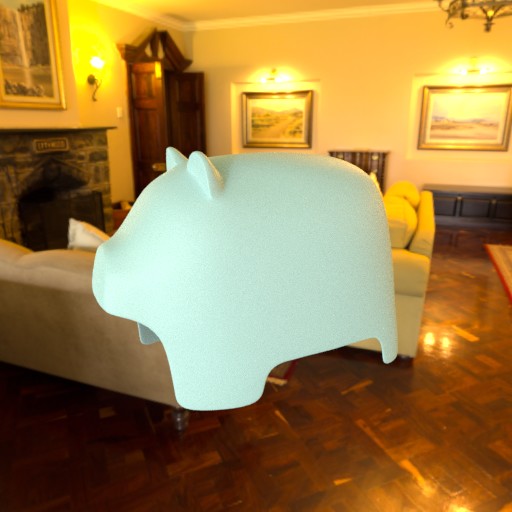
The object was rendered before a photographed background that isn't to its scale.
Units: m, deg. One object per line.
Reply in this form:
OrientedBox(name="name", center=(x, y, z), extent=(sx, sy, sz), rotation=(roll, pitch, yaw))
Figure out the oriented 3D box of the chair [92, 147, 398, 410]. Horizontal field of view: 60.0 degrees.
OrientedBox(name="chair", center=(0.000, 0.000, 0.884), extent=(0.619, 0.423, 0.364), rotation=(-9, 19, -27))
